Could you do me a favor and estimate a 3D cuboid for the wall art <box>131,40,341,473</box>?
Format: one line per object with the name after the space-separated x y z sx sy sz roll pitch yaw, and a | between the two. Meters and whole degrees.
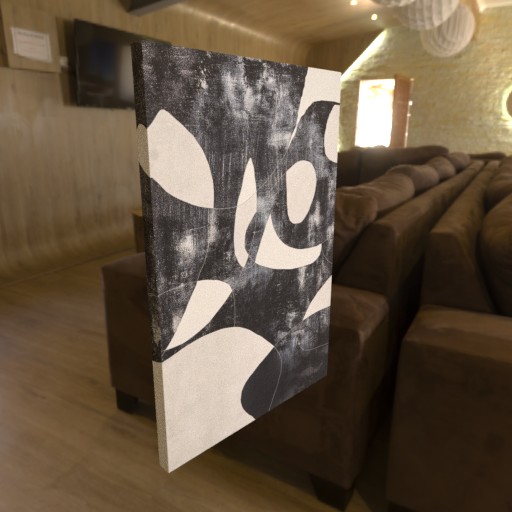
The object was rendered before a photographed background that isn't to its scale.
0.000 0.000 1.122 0.610 0.915 0.041 -15 21 -43 | wall art
